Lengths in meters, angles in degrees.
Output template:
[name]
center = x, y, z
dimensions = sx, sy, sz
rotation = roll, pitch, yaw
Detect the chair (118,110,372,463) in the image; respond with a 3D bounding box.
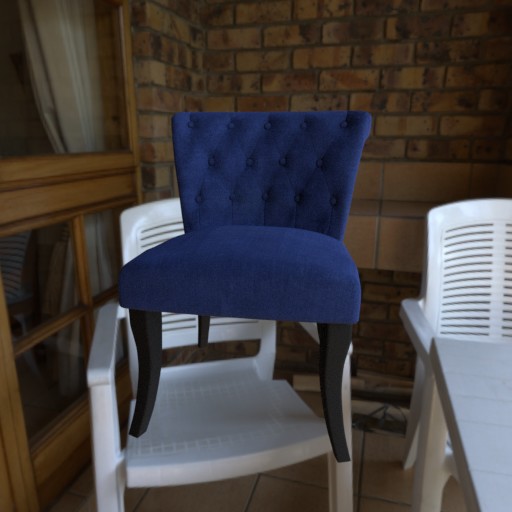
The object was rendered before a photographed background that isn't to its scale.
[chair]
center = 0.000, 0.000, 1.179
dimensions = 0.585, 0.753, 0.606
rotation = 3, 16, 10
